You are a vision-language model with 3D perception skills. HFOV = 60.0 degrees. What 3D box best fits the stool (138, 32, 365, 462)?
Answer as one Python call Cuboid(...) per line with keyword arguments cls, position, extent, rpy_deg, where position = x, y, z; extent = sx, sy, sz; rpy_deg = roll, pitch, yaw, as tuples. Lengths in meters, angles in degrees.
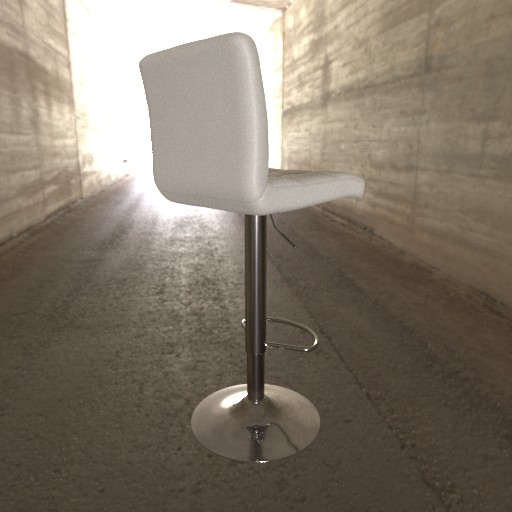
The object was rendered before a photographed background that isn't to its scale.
Cuboid(cls="stool", position=(0.000, 0.000, 1.334), extent=(0.505, 1.115, 0.430), rpy_deg=(-14, 19, -43))
